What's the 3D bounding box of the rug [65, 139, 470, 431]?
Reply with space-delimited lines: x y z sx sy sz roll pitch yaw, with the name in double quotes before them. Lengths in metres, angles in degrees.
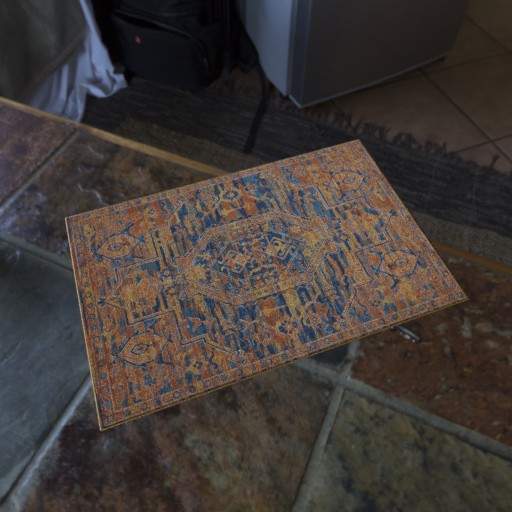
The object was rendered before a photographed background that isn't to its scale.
"rug" 0.000 0.000 2.241 1.758 0.013 1.148 -17 59 -10
